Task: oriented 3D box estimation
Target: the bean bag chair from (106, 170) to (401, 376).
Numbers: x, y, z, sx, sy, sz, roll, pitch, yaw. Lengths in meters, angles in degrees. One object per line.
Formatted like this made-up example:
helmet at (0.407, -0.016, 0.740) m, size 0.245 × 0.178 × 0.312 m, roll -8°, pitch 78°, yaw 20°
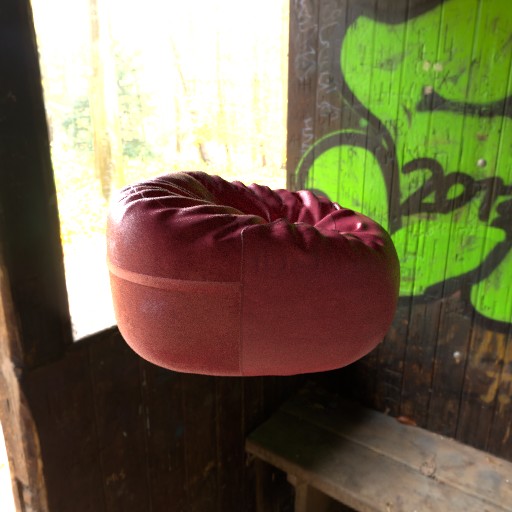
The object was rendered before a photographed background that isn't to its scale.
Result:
bean bag chair at (0.000, 0.000, 2.443) m, size 1.524 × 0.878 × 1.524 m, roll 2°, pitch 16°, yaw 8°
